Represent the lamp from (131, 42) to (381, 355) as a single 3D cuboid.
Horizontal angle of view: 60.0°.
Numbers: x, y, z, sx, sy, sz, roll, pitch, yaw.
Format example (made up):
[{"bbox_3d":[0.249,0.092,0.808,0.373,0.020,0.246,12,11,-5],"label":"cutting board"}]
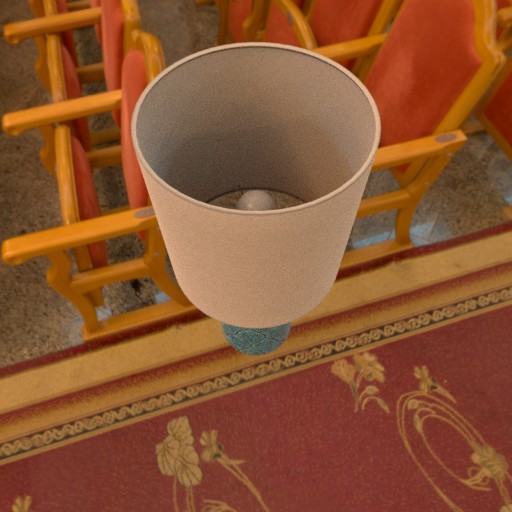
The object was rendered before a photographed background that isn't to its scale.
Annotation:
[{"bbox_3d":[0.000,0.000,0.752,0.278,0.597,0.278,-14,59,-9],"label":"lamp"}]
